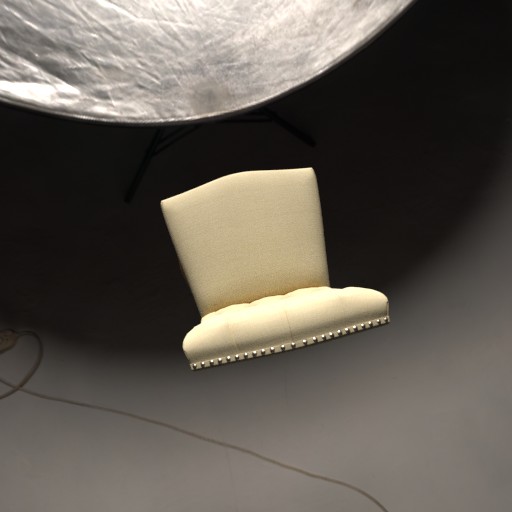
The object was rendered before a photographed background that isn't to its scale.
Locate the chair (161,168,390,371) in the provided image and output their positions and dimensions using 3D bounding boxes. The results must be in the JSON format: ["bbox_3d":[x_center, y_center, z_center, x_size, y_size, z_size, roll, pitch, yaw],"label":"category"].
[{"bbox_3d":[0.000,0.000,1.573,0.623,1.165,0.715,-13,76,-3],"label":"chair"}]
